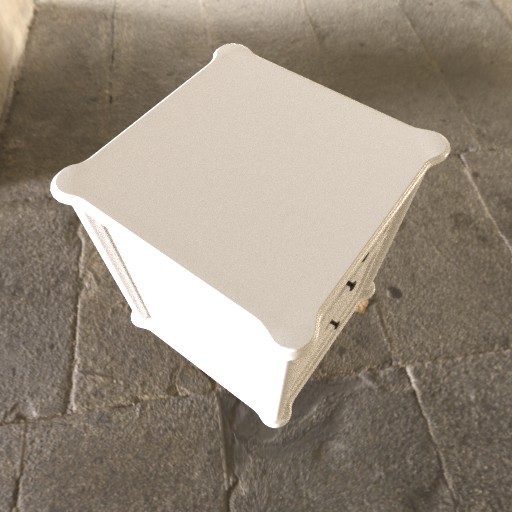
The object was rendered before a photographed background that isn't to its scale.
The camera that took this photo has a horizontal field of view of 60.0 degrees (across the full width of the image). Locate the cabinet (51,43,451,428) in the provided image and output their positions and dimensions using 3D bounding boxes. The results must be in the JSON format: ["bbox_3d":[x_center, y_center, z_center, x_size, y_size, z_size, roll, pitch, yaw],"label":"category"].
[{"bbox_3d":[0.000,0.000,1.246,0.627,0.761,0.628,32,64,18],"label":"cabinet"}]
